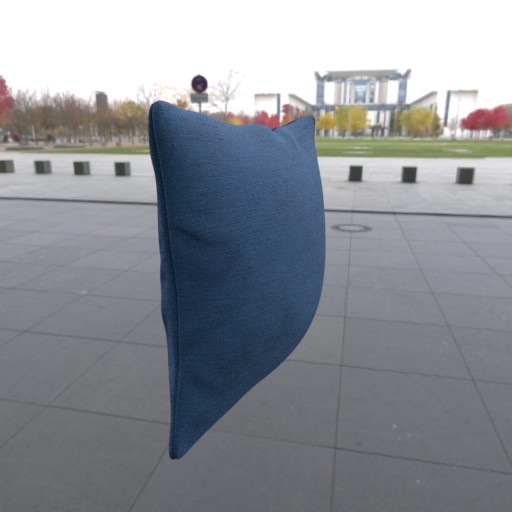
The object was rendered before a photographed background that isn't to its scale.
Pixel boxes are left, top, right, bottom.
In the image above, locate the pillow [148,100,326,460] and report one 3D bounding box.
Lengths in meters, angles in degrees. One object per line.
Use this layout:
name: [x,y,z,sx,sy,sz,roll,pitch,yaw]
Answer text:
pillow: [0.000,0.000,0.667,0.177,0.420,0.437,8,17,26]
